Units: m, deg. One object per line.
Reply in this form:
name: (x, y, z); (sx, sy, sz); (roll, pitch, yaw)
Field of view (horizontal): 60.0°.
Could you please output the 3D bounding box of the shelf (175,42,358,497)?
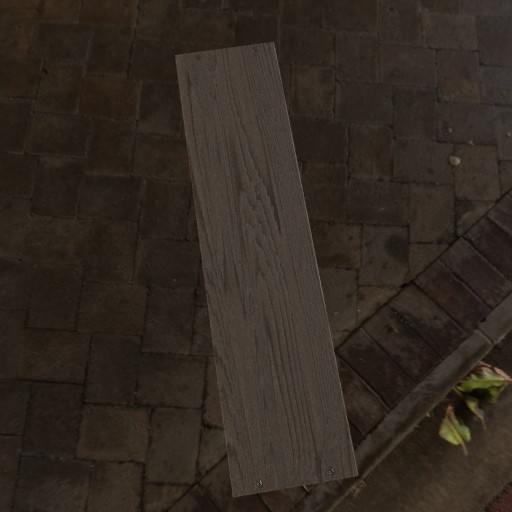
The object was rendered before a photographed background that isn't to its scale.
shelf: (0.000, 0.000, 0.678); (0.150, 0.170, 0.610); (-9, 76, -2)
